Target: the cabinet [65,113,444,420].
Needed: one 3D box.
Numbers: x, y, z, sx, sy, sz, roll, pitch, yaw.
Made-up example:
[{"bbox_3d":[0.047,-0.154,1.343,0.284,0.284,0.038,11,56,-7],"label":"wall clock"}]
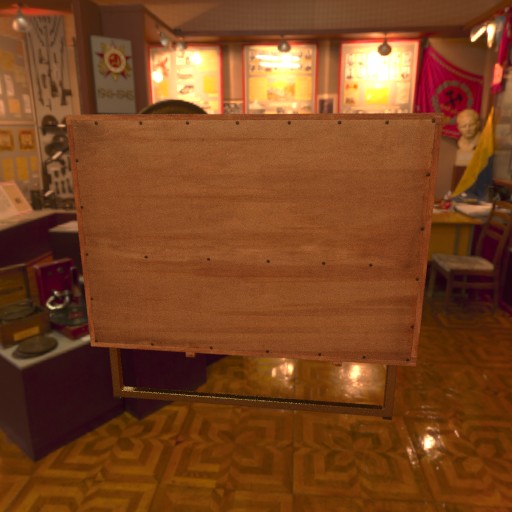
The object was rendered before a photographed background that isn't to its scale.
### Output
[{"bbox_3d":[0.000,0.000,1.434,0.950,0.860,0.451,2,16,7],"label":"cabinet"}]
